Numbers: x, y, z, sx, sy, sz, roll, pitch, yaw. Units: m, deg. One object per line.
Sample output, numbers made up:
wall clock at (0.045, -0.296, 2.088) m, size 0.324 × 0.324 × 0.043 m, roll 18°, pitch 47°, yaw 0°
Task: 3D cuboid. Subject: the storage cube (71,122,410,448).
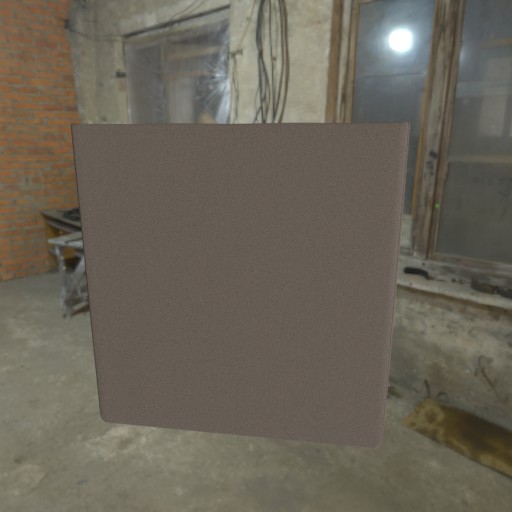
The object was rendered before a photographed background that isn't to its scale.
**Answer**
storage cube at (0.000, 0.000, 0.501) m, size 0.270 × 0.280 × 0.270 m, roll 2°, pitch 15°, yaw 8°
